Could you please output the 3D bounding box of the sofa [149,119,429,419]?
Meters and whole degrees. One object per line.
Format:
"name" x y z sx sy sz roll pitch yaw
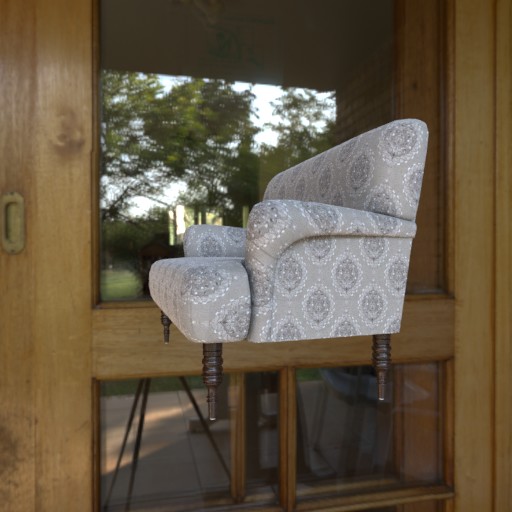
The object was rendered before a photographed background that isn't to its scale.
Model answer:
"sofa" 0.000 0.000 1.825 0.779 0.889 1.297 0 0 -18
